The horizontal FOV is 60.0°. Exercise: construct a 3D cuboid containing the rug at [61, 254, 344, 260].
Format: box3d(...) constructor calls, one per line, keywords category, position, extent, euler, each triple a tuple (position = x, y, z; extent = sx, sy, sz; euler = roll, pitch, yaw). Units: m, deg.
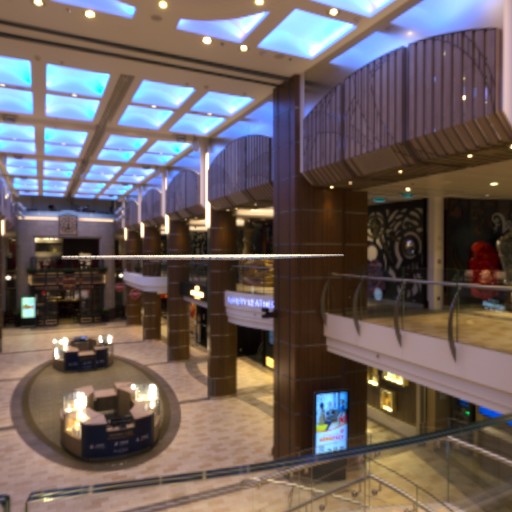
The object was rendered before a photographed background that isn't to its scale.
box3d(category="rug", position=(0.000, 0.000, 2.734), extent=(0.775, 0.012, 2.452), euler=(0, 0, 18))
